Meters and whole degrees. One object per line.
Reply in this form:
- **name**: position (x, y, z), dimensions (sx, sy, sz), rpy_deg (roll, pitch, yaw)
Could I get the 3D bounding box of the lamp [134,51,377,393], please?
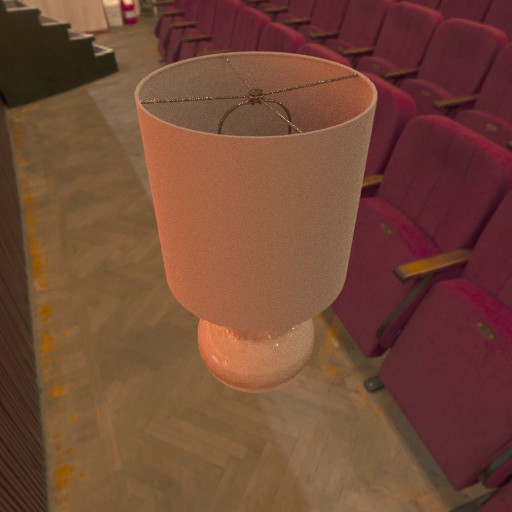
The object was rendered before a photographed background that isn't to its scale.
- **lamp**: position (0.000, 0.000, 0.533), dimensions (0.217, 0.404, 0.217), rpy_deg (-13, 42, -15)
